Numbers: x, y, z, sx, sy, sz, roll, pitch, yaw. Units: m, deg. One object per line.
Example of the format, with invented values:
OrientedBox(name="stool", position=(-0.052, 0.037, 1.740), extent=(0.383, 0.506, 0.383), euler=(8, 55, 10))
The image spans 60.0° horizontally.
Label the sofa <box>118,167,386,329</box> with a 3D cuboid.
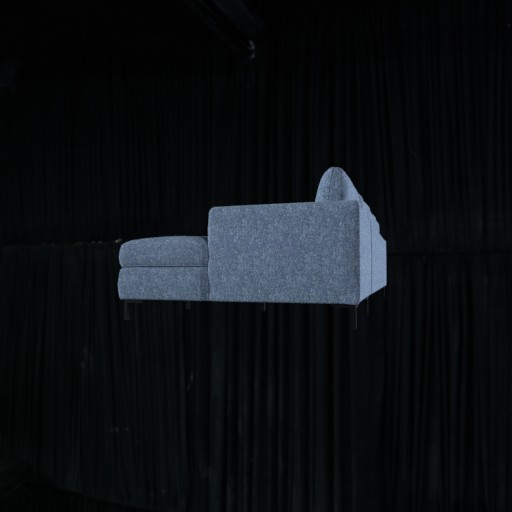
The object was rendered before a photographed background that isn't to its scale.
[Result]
OrientedBox(name="sofa", position=(0.000, 0.000, 3.513), extent=(1.879, 0.756, 2.737), euler=(-1, -2, 19))
